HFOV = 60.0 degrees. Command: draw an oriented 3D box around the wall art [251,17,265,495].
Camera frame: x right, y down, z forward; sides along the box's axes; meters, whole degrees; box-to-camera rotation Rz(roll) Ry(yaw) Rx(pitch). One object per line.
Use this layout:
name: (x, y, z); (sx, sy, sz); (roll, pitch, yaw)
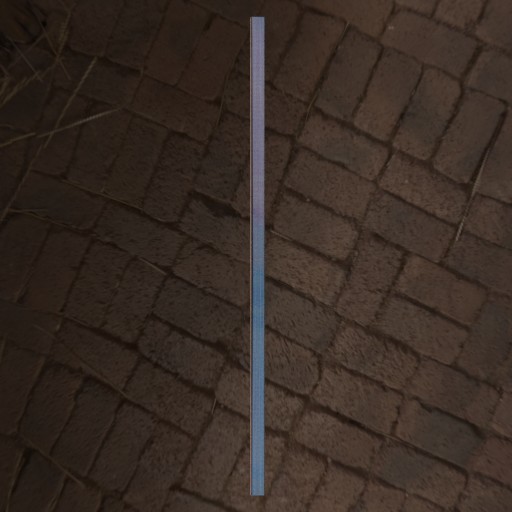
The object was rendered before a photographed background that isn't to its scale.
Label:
wall art: (0.000, 0.000, 1.431); (0.034, 0.756, 1.137); (0, 90, -1)
